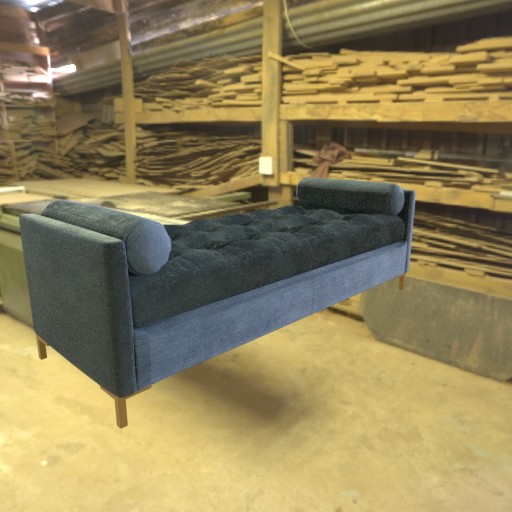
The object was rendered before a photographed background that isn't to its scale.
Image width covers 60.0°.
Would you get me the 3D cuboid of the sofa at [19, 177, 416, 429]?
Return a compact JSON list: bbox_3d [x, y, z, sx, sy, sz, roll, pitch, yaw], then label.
[{"bbox_3d":[0.000,0.000,2.384,0.796,0.705,2.102,14,20,43],"label":"sofa"}]
